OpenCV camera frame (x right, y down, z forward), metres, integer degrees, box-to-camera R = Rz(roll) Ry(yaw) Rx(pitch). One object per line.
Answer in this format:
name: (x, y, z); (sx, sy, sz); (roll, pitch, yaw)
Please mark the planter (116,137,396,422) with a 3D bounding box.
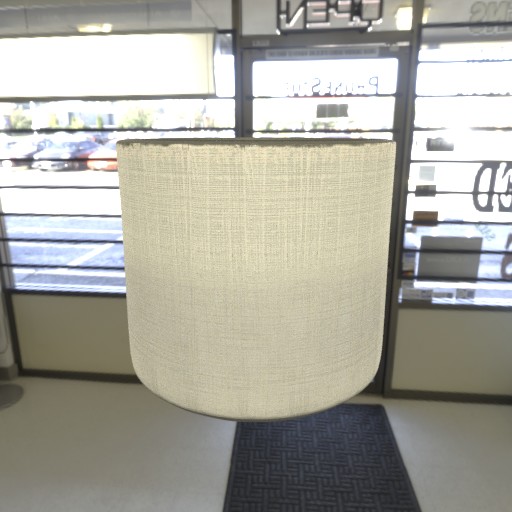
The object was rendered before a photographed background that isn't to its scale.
planter: (0.000, 0.000, 0.392); (0.226, 0.201, 0.226); (0, 16, 0)
